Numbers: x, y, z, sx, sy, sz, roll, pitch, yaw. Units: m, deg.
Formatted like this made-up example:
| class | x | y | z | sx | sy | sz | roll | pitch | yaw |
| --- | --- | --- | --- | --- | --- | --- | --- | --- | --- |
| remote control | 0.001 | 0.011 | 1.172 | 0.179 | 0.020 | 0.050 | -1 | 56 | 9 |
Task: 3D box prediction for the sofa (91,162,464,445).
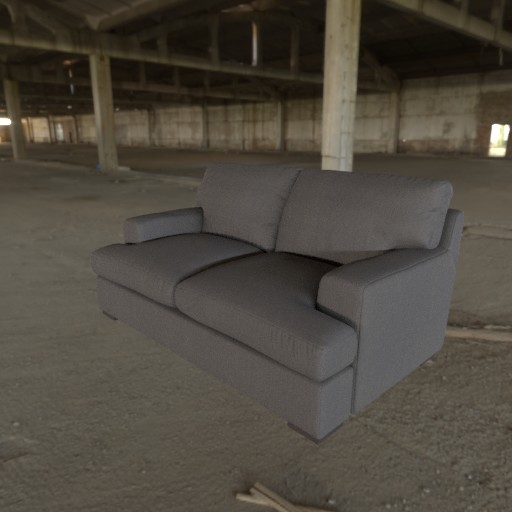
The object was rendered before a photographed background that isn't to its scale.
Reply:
| class | x | y | z | sx | sy | sz | roll | pitch | yaw |
| --- | --- | --- | --- | --- | --- | --- | --- | --- | --- |
| sofa | 0.000 | 0.000 | 2.501 | 1.143 | 0.940 | 1.880 | -15 | 21 | -42 |
